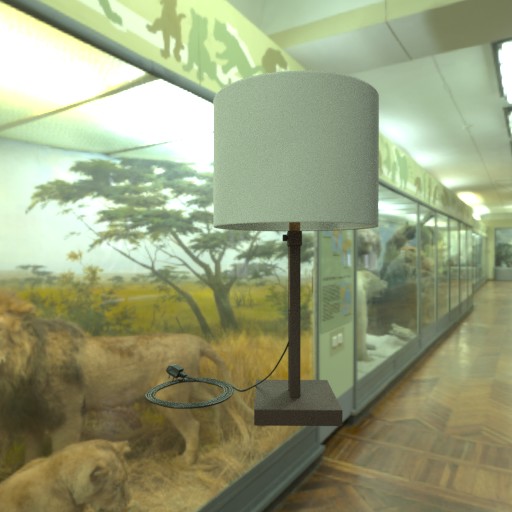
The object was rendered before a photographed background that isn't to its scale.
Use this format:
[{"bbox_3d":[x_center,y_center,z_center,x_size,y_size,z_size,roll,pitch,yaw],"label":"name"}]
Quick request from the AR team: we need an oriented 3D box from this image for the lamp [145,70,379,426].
[{"bbox_3d":[0.000,0.000,0.995,0.525,0.668,0.396,0,1,1],"label":"lamp"}]
